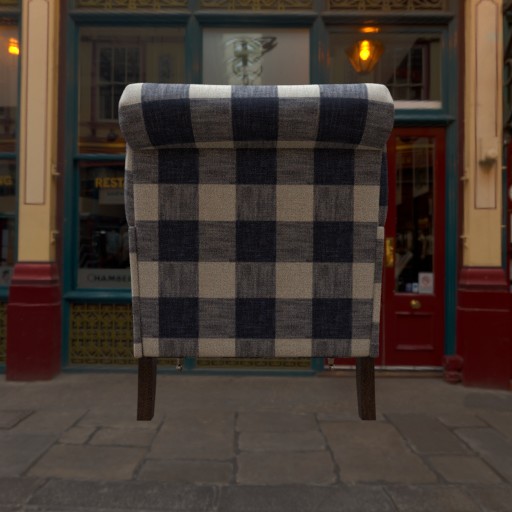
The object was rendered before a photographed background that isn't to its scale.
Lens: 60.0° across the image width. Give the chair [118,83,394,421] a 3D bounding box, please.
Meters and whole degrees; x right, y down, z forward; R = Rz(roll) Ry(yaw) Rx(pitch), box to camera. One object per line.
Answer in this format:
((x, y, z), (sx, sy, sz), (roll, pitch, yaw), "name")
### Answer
((0.000, 0.000, 1.583), (0.781, 0.953, 0.848), (0, -2, 0), "chair")
